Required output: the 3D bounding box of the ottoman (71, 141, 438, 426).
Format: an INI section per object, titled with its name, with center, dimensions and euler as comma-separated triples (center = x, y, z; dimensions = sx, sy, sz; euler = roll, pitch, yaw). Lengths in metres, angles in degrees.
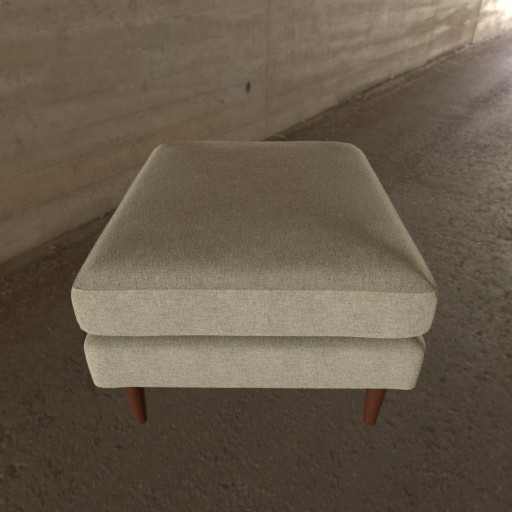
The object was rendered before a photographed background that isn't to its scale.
[ottoman]
center = 0.000, 0.000, 1.235
dimensions = 0.693, 0.474, 0.821
euler = 0, 32, 0
